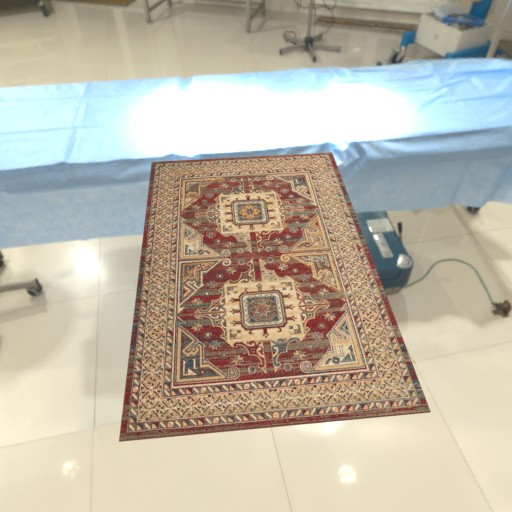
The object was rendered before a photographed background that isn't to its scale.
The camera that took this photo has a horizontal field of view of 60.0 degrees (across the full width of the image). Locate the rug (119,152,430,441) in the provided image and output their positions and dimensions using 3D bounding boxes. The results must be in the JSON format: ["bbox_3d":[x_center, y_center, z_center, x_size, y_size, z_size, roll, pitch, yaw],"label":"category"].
[{"bbox_3d":[0.000,0.000,5.858,3.033,0.033,4.578,-4,46,-4],"label":"rug"}]
